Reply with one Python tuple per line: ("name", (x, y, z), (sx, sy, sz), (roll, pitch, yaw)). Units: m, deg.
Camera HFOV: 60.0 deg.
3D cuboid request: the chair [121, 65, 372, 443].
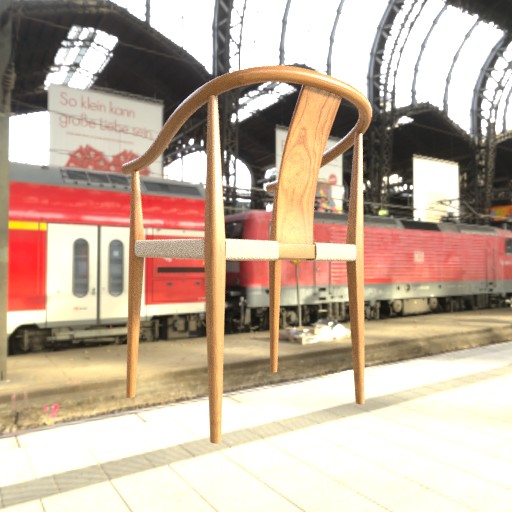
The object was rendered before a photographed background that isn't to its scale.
("chair", (0.000, 0.000, 1.210), (0.556, 0.800, 0.579), (1, -2, -36))
